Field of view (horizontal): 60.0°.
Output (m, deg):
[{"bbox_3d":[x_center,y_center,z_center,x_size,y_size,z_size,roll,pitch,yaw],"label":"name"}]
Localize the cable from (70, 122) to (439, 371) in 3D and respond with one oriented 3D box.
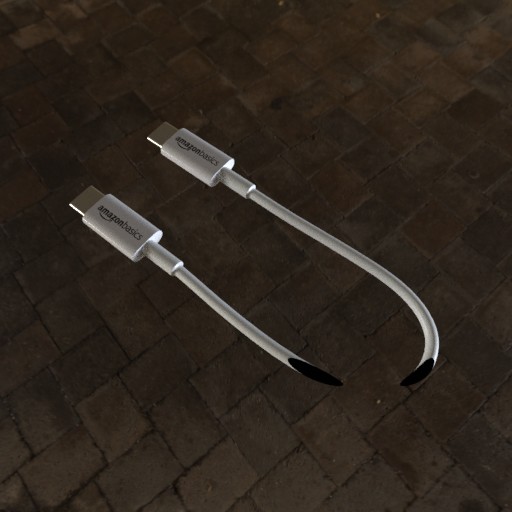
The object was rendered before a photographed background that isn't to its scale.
[{"bbox_3d":[0.000,0.000,0.113,0.098,0.005,0.041,35,68,16],"label":"cable"}]
